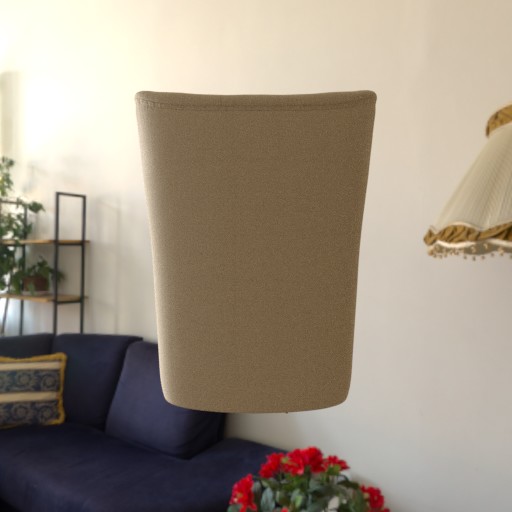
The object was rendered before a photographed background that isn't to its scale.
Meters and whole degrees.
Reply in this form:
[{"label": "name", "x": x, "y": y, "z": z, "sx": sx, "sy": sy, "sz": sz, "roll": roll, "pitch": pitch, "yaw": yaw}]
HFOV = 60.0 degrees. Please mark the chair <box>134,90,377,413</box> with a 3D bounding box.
[{"label": "chair", "x": 0.000, "y": 0.000, "z": 1.740, "sx": 0.831, "sy": 1.079, "sz": 0.929, "roll": 0, "pitch": 0, "yaw": 0}]
